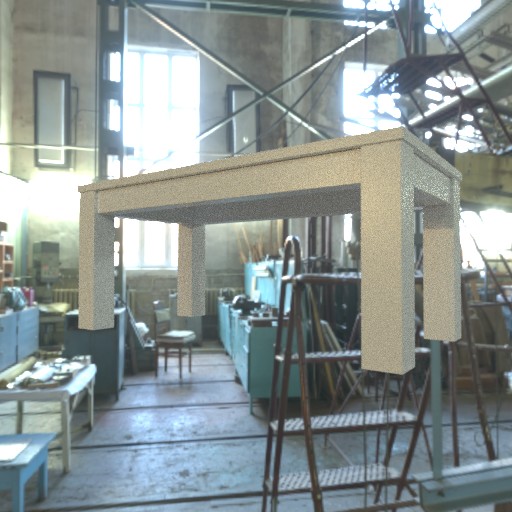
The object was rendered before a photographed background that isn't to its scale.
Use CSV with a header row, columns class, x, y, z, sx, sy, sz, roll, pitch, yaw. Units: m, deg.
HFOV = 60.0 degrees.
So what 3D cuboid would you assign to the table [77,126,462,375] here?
class,x,y,z,sx,sy,sz,roll,pitch,yaw
table,0.000,0.000,2.288,1.800,0.790,0.900,-1,-1,36
